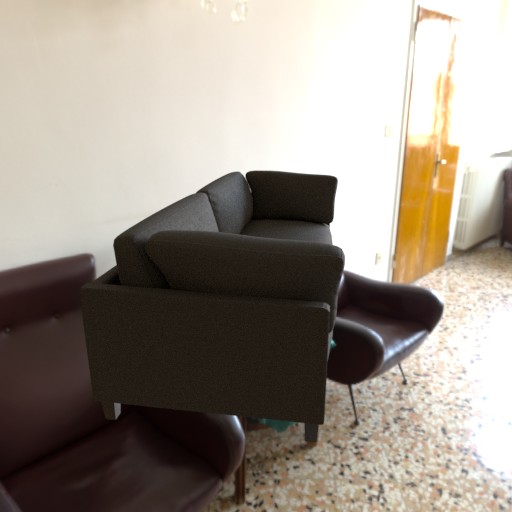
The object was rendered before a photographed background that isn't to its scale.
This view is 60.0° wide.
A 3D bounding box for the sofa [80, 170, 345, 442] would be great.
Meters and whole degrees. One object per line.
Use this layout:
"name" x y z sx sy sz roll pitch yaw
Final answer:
"sofa" 0.000 0.000 2.688 0.969 0.792 2.312 3 18 9
